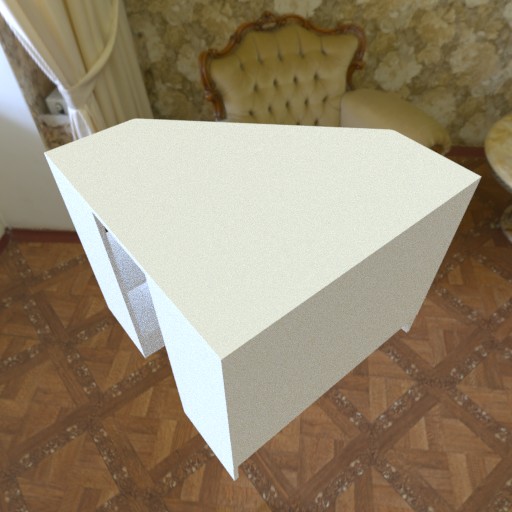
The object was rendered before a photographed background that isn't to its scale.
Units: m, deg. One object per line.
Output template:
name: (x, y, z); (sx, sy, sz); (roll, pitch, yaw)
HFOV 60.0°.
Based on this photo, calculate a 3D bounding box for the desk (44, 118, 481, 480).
desk: (0.000, 0.000, 1.634); (0.940, 0.818, 0.926); (-31, 55, -25)
